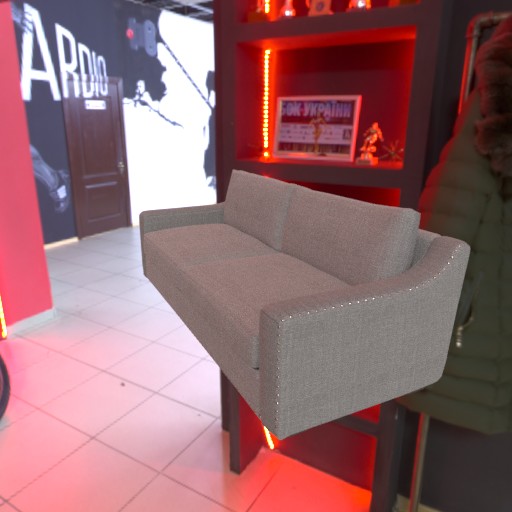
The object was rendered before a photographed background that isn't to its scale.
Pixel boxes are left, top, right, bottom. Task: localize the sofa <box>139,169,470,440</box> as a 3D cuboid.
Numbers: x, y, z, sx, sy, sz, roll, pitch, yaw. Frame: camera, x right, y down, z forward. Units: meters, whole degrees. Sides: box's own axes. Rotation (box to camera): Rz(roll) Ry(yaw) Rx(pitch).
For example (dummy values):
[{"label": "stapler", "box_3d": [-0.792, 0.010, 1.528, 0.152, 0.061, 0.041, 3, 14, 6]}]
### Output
[{"label": "sofa", "box_3d": [0.000, 0.000, 2.737, 1.000, 0.857, 2.208, -8, 19, -26]}]
